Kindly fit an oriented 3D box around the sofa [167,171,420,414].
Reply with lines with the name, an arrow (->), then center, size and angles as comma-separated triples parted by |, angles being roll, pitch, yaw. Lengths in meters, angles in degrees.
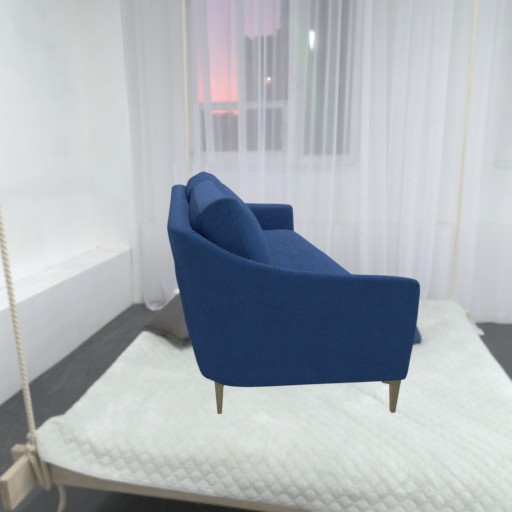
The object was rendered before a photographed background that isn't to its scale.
sofa -> 0.000, 0.000, 2.598 | 0.960, 0.903, 2.036 | -2, 15, -9
